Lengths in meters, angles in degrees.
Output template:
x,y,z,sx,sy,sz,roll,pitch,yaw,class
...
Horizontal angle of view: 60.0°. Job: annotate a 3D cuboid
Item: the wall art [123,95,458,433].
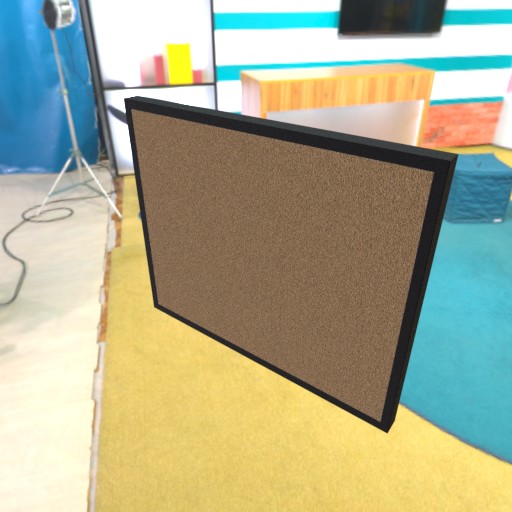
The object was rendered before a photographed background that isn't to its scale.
x,y,z,sx,sy,sz,roll,pitch,yaw,class
0.000,0.000,0.753,0.554,0.454,0.030,21,37,31,wall art
